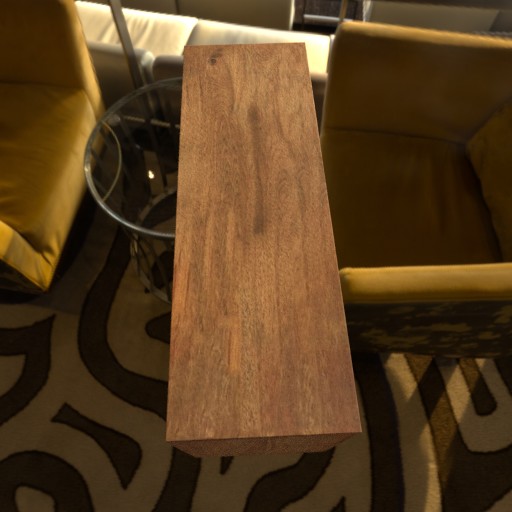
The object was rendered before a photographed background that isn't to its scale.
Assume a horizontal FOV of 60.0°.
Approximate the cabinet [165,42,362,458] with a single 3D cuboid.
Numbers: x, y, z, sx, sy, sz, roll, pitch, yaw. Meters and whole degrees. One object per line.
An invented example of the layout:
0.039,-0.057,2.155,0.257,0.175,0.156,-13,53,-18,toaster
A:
0.000,0.000,1.703,0.480,0.812,1.373,-2,62,-1,cabinet
